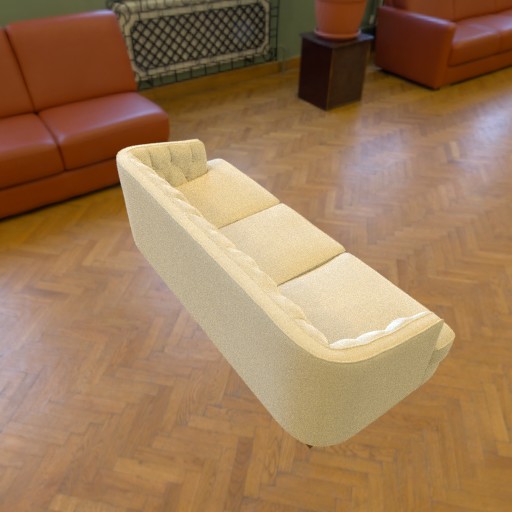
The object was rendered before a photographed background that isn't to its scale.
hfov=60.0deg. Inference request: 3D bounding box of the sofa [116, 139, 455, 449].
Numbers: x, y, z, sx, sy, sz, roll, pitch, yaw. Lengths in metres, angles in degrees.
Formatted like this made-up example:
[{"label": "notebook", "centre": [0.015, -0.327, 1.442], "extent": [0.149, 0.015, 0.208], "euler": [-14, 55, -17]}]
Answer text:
[{"label": "sofa", "centre": [0.000, 0.000, 2.758], "extent": [0.941, 0.855, 2.278], "euler": [-25, 47, -26]}]
